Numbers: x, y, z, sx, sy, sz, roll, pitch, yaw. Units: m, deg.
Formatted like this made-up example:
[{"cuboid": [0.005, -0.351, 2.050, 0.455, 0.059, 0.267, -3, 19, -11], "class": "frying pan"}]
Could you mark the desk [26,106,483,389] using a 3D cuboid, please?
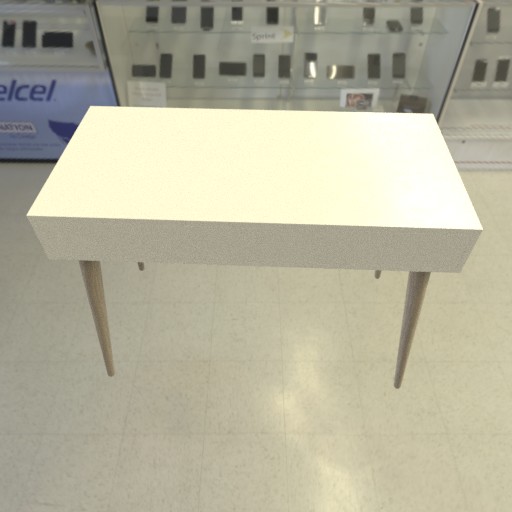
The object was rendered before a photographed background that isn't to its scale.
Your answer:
[{"cuboid": [0.000, 0.000, 1.373, 0.979, 0.723, 0.491, 2, 47, 2], "class": "desk"}]
